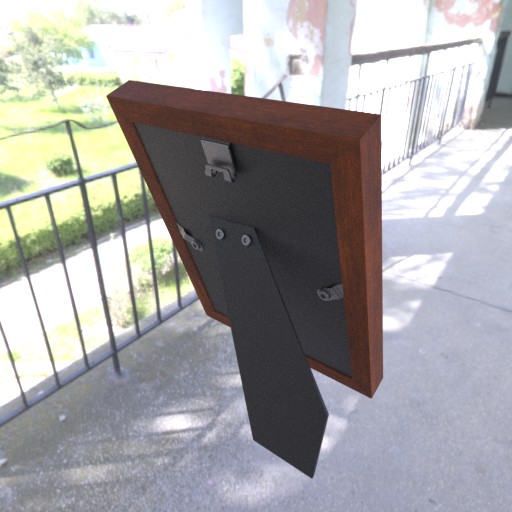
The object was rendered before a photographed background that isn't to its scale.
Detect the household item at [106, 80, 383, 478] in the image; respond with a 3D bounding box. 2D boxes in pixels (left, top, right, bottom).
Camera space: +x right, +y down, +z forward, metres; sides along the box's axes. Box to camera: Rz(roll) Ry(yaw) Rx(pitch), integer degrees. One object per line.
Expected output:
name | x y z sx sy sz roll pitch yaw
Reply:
household item | 0.000 0.000 0.286 0.160 0.204 0.096 21 35 32
